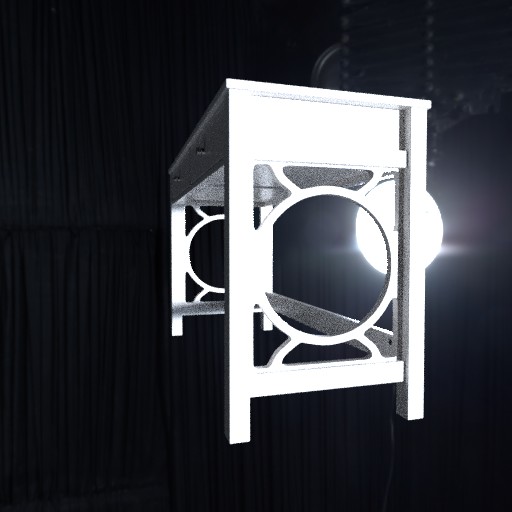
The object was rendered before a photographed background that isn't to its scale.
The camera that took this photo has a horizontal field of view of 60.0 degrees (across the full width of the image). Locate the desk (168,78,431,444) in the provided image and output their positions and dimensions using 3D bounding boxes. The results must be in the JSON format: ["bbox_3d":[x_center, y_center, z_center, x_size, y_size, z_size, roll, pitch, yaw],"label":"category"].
[{"bbox_3d":[0.000,0.000,1.551,0.504,0.762,1.191,-1,2,-17],"label":"desk"}]
